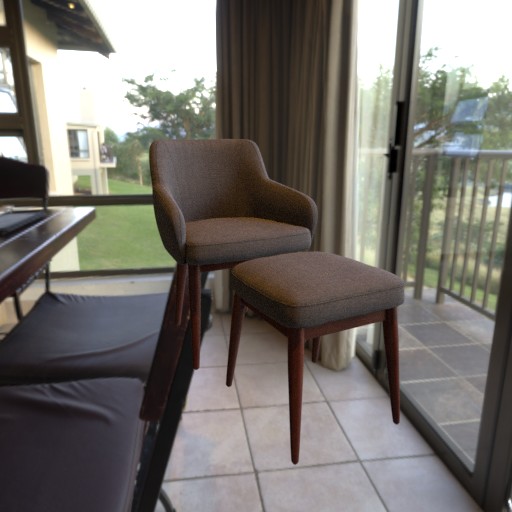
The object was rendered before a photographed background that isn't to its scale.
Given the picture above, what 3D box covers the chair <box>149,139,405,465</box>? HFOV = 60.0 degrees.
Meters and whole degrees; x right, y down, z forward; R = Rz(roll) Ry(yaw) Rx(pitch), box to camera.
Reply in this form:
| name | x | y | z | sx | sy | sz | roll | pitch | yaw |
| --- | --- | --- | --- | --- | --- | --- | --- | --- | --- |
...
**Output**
| name | x | y | z | sx | sy | sz | roll | pitch | yaw |
| --- | --- | --- | --- | --- | --- | --- | --- | --- | --- |
| chair | 0.000 | 0.000 | 1.573 | 0.584 | 0.799 | 1.107 | -8 | 17 | -27 |
